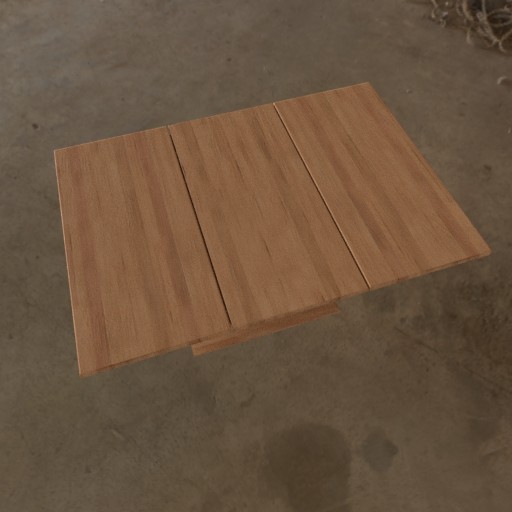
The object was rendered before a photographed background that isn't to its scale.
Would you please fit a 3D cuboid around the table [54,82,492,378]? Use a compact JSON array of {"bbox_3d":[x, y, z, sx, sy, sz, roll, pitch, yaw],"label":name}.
[{"bbox_3d":[0.000,0.000,1.863,1.300,0.770,0.900,-15,59,-10],"label":"table"}]
